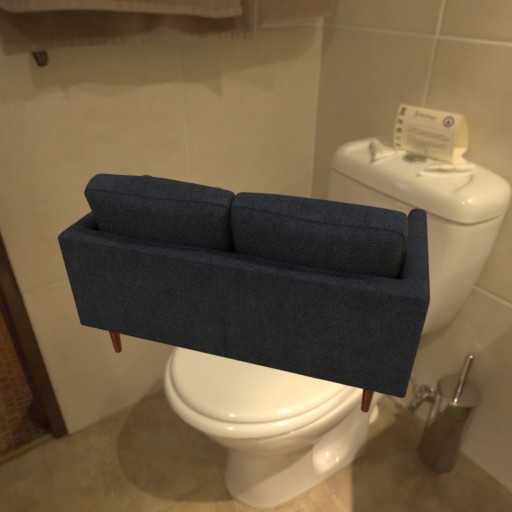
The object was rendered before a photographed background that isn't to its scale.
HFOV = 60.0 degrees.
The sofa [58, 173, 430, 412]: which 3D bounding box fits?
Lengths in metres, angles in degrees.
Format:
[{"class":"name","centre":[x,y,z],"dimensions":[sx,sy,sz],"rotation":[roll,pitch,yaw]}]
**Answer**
[{"class":"sofa","centre":[0.000,0.000,2.206],"dimensions":[1.582,0.944,0.903],"rotation":[9,33,15]}]
